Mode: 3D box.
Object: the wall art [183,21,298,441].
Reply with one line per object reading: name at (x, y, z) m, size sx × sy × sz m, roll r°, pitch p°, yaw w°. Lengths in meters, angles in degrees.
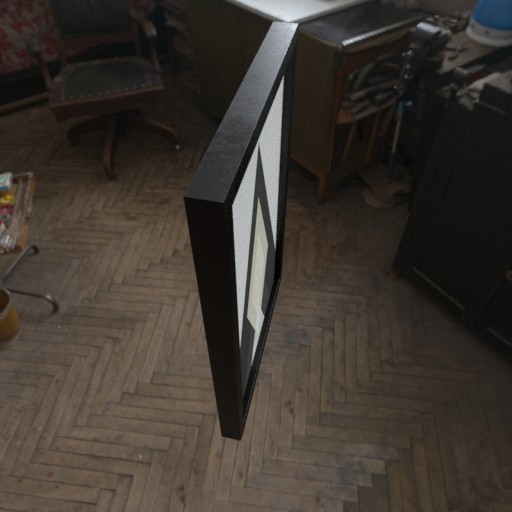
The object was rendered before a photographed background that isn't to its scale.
wall art at (0.000, 0.000, 0.575) m, size 0.031 × 0.457 × 0.313 m, roll 10°, pitch 49°, yaw 9°
